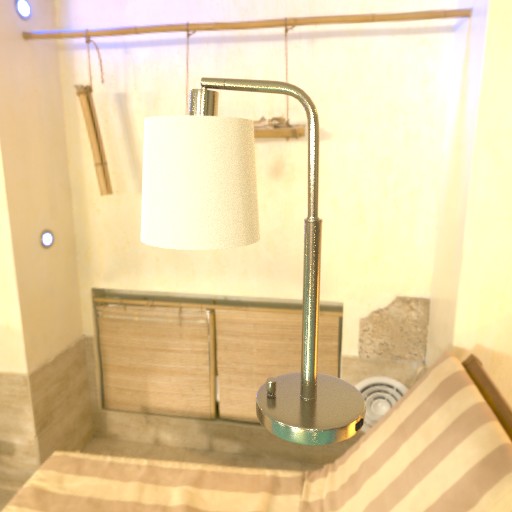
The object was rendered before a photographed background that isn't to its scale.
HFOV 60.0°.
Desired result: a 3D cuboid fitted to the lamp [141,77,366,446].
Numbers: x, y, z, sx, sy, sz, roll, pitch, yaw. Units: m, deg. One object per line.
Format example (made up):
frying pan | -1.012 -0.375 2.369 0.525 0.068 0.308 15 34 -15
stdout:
lamp | 0.000 0.000 0.641 0.333 0.489 0.171 2 13 9
